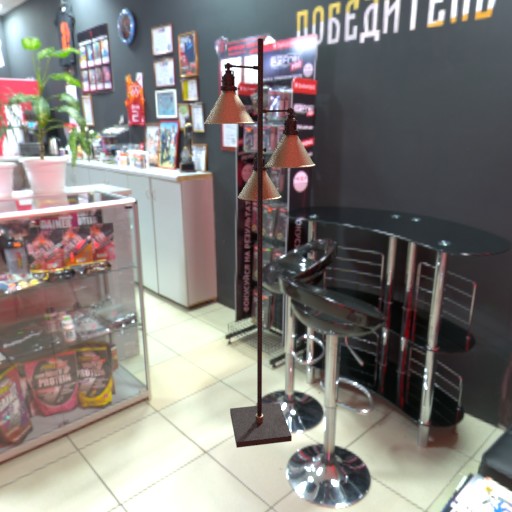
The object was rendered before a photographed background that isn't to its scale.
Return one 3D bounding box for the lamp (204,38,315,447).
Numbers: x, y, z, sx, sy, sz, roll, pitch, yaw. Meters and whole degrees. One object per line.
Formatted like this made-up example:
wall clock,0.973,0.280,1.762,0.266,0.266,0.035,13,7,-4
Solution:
lamp,0.000,0.000,1.929,0.428,1.716,0.415,-3,17,-10
